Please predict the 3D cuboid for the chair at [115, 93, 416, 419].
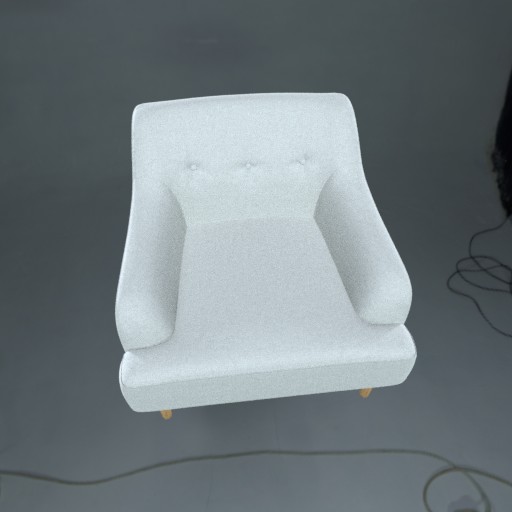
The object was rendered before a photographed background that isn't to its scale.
[{"bbox_3d":[0.000,0.000,1.641,0.946,0.818,0.951,-5,47,-4],"label":"chair"}]
